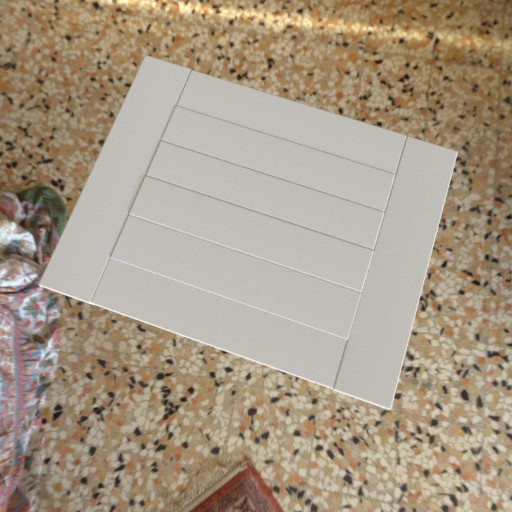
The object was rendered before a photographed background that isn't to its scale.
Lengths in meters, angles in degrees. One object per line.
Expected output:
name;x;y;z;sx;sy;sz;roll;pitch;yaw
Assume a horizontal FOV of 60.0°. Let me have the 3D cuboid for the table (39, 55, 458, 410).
table;0.000;0.000;1.047;0.599;0.605;0.463;19;77;4
